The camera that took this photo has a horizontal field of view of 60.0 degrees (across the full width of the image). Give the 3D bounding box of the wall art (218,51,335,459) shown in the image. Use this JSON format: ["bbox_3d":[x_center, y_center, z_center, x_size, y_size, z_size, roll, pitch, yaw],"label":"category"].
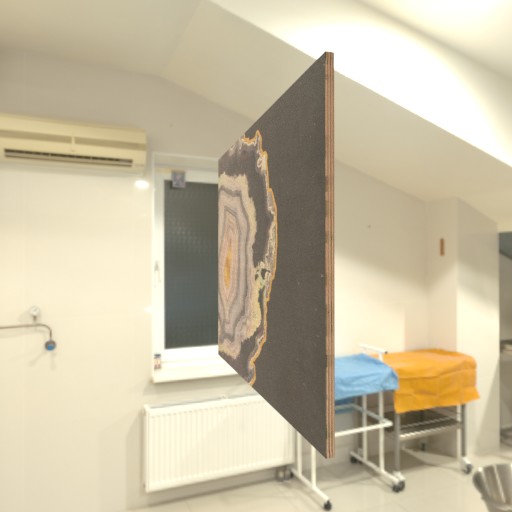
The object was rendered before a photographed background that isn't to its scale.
[{"bbox_3d":[0.000,0.000,0.687,0.010,0.408,0.508,0,0,-17],"label":"wall art"}]
